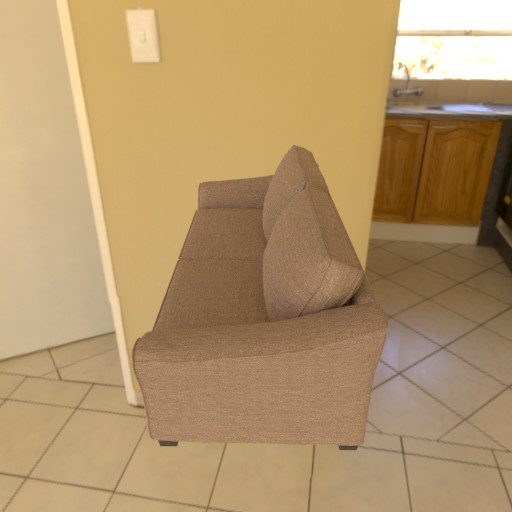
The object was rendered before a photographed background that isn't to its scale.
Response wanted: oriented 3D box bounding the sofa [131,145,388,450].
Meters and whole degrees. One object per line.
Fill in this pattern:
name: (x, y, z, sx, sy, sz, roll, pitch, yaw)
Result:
sofa: (0.000, 0.000, 2.698, 0.980, 0.965, 2.270, 0, 27, 0)
